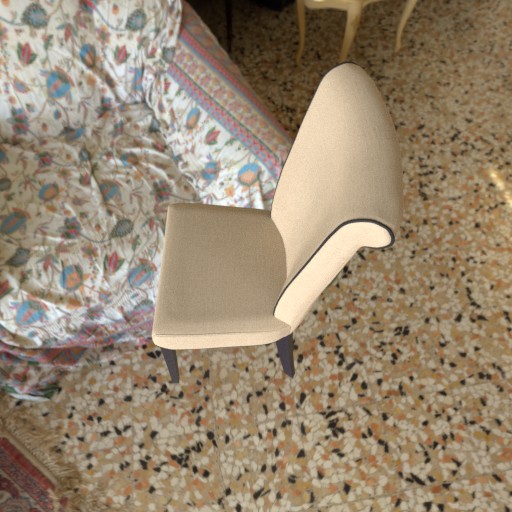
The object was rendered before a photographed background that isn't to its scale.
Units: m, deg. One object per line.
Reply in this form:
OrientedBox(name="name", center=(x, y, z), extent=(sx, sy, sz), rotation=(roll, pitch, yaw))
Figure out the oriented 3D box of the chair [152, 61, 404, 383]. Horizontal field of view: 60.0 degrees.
OrientedBox(name="chair", center=(0.000, 0.000, 1.362), extent=(0.623, 0.997, 0.522), rotation=(0, 57, 0))
